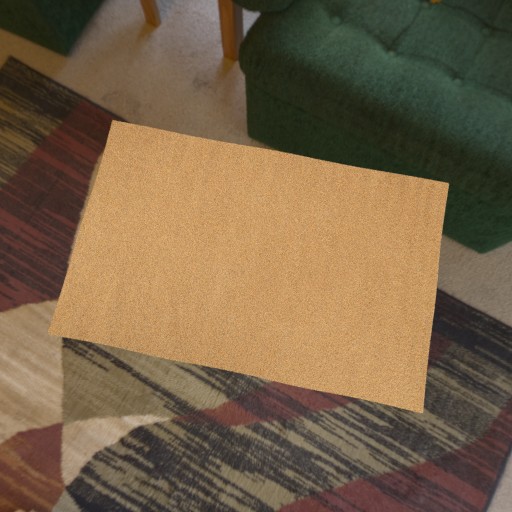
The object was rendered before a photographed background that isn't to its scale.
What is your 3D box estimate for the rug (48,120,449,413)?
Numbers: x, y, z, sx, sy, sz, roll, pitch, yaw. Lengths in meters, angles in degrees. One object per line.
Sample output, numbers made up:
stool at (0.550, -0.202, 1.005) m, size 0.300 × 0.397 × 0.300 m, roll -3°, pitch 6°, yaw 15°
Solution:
rug at (0.000, 0.000, 2.882) m, size 2.346 × 0.025 × 1.500 m, roll 11°, pitch 77°, yaw 3°
